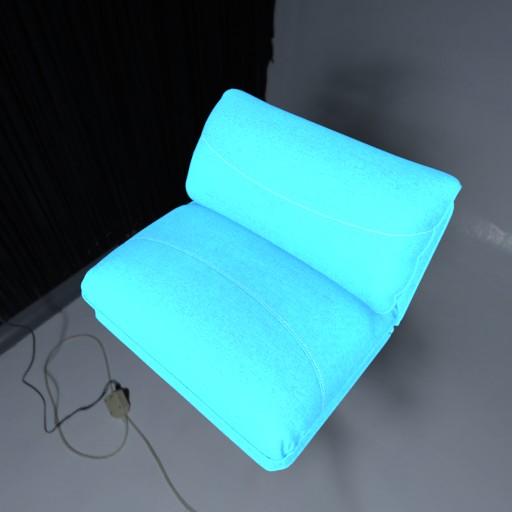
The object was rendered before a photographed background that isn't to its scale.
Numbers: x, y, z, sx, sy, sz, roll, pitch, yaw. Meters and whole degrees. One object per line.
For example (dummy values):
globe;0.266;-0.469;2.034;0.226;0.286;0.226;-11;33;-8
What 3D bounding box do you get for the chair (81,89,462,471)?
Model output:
chair;0.000;0.000;1.301;0.820;0.580;0.780;32;54;27
